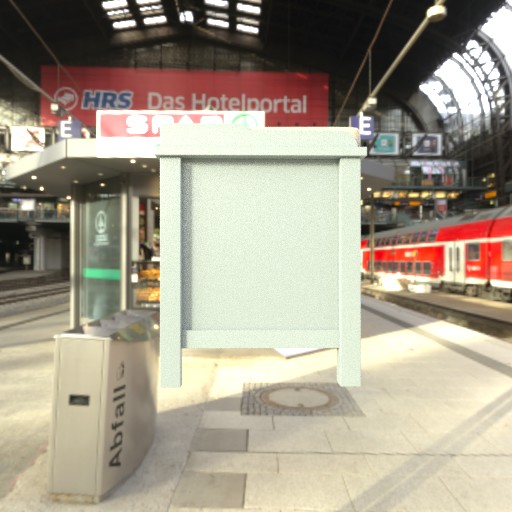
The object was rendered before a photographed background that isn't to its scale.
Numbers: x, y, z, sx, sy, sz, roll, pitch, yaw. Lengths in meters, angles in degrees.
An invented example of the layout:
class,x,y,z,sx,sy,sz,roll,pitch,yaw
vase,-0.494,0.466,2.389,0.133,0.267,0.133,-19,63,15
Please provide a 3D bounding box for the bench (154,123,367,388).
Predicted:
class,x,y,z,sx,sy,sz,roll,pitch,yaw
bench,0.000,0.000,1.397,0.398,0.501,1.140,0,0,-1
